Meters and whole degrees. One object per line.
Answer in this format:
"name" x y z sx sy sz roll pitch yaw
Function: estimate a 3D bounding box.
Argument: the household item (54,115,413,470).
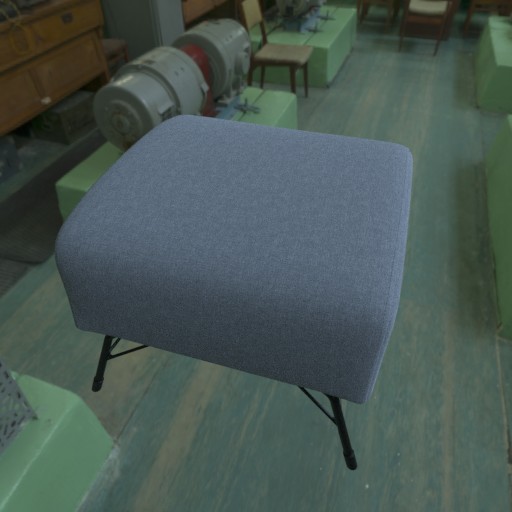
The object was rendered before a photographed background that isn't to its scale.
"household item" 0.000 0.000 0.880 0.530 0.410 0.530 12 43 13
